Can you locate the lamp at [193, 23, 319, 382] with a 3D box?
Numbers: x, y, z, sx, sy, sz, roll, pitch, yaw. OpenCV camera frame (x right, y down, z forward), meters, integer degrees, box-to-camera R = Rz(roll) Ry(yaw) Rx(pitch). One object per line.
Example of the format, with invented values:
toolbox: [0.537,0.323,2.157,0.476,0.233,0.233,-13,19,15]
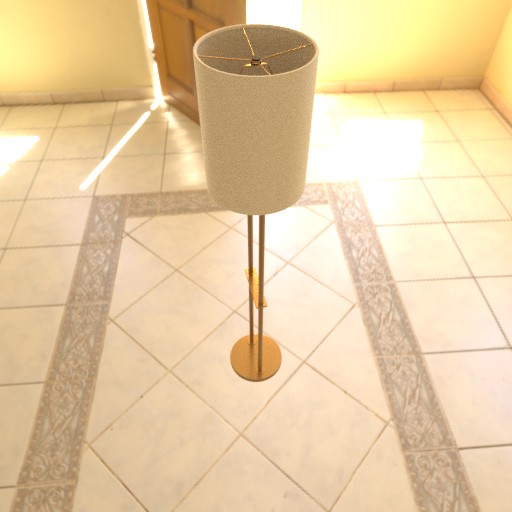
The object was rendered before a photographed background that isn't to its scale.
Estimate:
lamp: [0.000,0.000,1.628,0.305,1.500,0.306,-10,49,-9]
